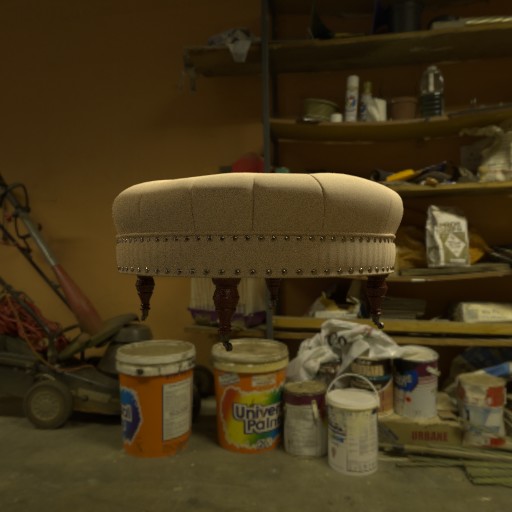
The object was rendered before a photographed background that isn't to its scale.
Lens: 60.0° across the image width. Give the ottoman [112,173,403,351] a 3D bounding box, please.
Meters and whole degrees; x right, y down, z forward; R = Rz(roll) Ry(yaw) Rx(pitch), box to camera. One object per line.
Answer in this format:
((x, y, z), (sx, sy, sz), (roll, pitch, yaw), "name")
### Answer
((0.000, 0.000, 1.420), (0.901, 0.439, 0.901), (0, 0, 0), "ottoman")
